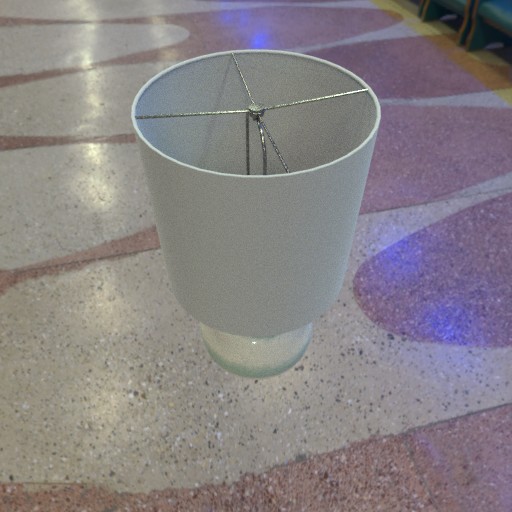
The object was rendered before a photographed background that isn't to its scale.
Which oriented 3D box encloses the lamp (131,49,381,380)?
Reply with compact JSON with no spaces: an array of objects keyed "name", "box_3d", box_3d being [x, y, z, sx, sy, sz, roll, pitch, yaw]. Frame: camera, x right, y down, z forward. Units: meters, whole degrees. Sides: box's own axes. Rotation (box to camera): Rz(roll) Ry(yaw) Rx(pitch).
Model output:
[{"name":"lamp","box_3d":[0.000,0.000,0.539,0.217,0.404,0.217,-10,48,-9]}]
